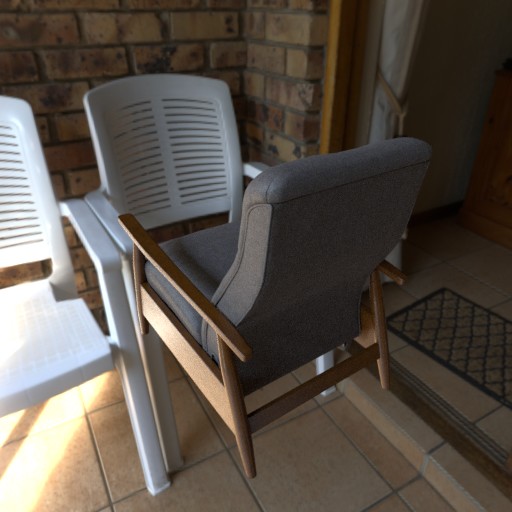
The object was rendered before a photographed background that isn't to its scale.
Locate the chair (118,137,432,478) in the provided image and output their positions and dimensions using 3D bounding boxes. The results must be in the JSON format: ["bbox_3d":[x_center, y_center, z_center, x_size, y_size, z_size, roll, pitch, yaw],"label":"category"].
[{"bbox_3d":[0.000,0.000,1.789,0.762,1.081,1.014,-19,35,-30],"label":"chair"}]
